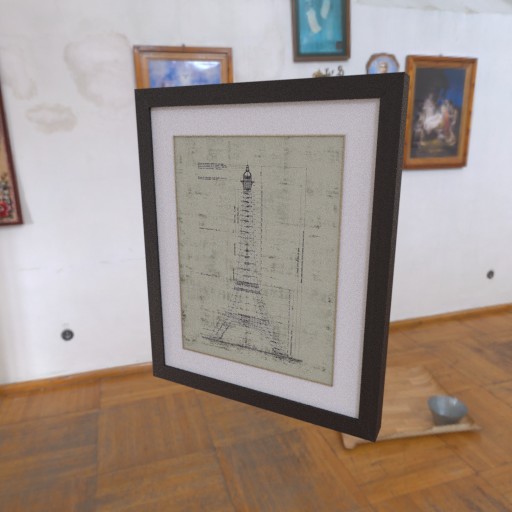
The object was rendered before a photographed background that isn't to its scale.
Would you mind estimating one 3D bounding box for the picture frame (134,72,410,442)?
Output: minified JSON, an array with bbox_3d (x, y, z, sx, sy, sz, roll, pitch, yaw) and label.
[{"bbox_3d":[0.000,0.000,0.760,0.452,0.555,0.044,7,17,26],"label":"picture frame"}]
